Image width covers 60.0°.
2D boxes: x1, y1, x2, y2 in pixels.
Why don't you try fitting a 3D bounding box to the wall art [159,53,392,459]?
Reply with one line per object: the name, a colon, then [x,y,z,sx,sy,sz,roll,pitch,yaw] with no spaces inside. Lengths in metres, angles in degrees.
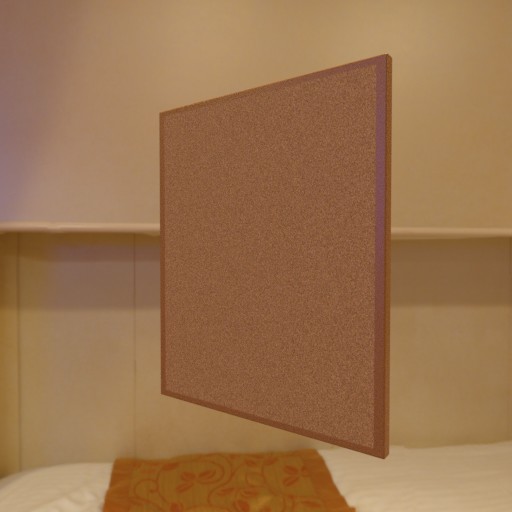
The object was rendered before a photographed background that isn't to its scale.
wall art: [0.000,0.000,0.509,0.310,0.379,0.015,1,2,36]
